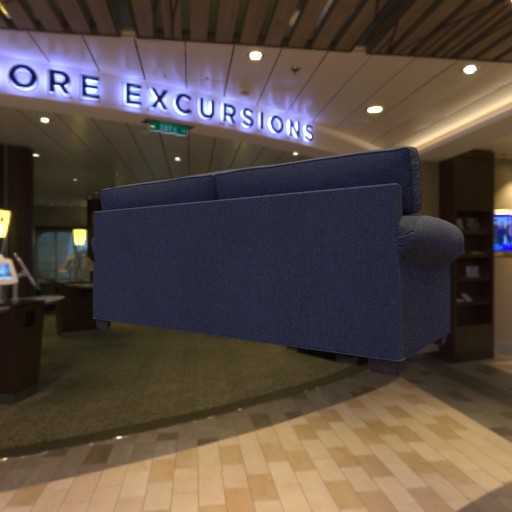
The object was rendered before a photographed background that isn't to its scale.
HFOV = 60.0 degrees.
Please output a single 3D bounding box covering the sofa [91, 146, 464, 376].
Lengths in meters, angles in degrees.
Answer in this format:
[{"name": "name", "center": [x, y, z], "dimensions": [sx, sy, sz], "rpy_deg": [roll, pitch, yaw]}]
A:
[{"name": "sofa", "center": [0.000, 0.000, 2.888], "dimensions": [2.391, 1.026, 0.954], "rpy_deg": [0, 0, 36]}]
